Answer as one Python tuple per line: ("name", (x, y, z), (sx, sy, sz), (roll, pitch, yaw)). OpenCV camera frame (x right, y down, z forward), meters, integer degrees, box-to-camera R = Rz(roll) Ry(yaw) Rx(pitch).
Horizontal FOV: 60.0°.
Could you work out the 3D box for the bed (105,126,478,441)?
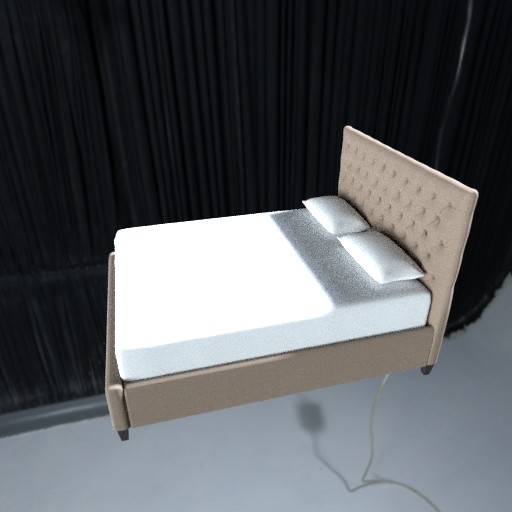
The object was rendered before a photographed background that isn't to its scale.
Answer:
("bed", (0.000, 0.000, 3.322), (2.233, 1.426, 1.696), (-8, 30, -13))
